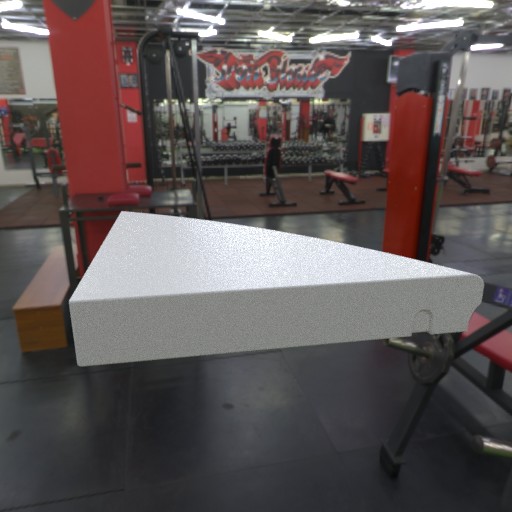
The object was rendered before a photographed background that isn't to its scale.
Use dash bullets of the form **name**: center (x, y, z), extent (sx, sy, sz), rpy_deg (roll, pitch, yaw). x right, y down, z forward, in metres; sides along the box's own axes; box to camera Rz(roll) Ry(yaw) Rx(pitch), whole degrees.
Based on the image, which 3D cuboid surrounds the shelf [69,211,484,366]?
- **shelf**: center (0.000, 0.000, 0.473), extent (0.310, 0.050, 0.310), rpy_deg (-3, 18, -10)
